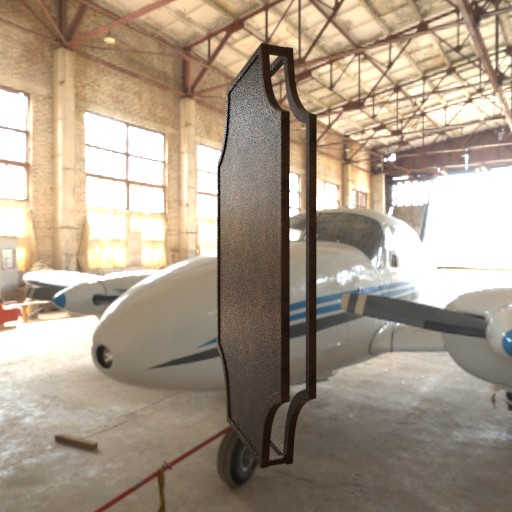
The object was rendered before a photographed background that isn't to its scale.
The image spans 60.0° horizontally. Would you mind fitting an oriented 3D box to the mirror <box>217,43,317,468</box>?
[{"bbox_3d":[0.000,0.000,0.975,0.066,0.811,0.462,0,0,-19],"label":"mirror"}]
